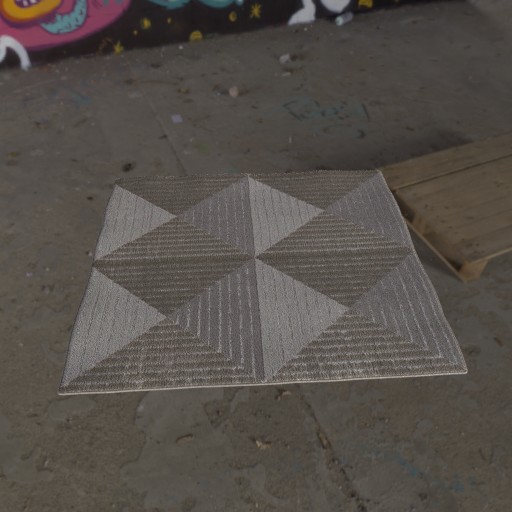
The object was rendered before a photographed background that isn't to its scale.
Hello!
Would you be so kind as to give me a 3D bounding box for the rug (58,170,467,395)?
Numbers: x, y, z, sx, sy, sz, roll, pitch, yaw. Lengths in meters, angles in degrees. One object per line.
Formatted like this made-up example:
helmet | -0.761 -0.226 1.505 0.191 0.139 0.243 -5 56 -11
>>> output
rug | 0.000 0.000 0.871 0.642 0.008 0.551 -2 46 -2
